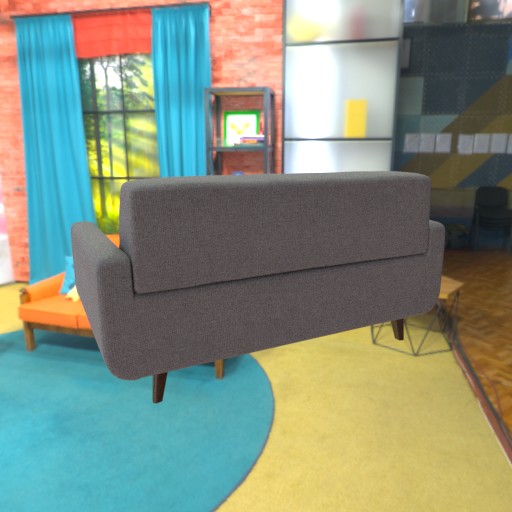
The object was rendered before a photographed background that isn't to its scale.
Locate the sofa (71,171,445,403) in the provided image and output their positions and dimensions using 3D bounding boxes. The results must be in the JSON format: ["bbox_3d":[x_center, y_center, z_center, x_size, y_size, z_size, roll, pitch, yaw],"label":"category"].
[{"bbox_3d":[0.000,0.000,2.214,1.631,0.841,0.909,-7,15,-26],"label":"sofa"}]
